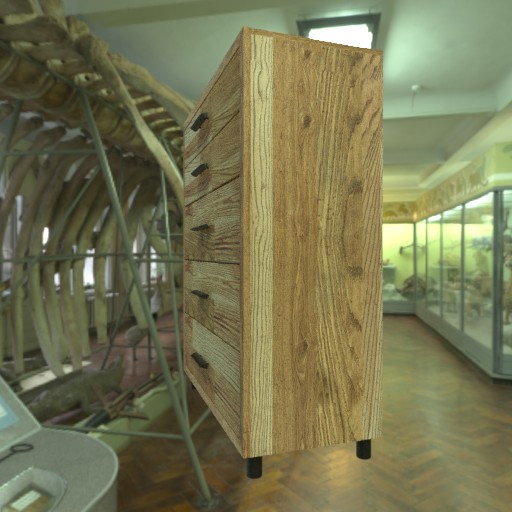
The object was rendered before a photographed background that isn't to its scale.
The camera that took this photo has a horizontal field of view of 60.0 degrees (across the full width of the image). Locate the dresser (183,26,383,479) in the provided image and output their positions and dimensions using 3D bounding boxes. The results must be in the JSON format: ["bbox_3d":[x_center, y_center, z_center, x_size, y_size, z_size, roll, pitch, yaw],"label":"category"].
[{"bbox_3d":[0.000,0.000,1.717,0.480,1.243,0.966,0,0,-19],"label":"dresser"}]
